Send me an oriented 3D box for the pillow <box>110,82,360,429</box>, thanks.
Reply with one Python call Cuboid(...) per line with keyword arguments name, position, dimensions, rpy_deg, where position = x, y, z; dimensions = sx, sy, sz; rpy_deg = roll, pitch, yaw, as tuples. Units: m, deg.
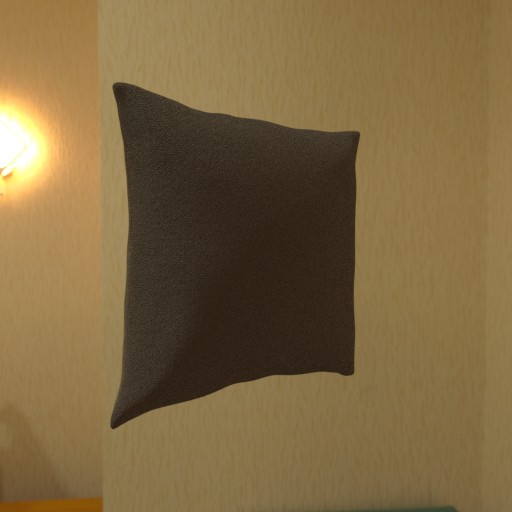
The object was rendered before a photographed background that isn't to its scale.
Cuboid(name="pillow", position=(0.000, 0.000, 0.680), dimensions=(0.452, 0.439, 0.204), rpy_deg=(-1, 2, -36))
